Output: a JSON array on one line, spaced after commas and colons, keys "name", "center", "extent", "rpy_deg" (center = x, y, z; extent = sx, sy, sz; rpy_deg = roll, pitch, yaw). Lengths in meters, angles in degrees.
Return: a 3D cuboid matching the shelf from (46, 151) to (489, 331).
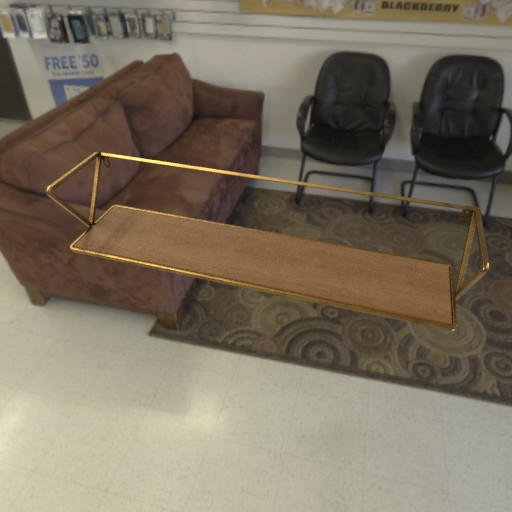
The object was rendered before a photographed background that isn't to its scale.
[{"name": "shelf", "center": [0.000, 0.000, 0.744], "extent": [0.645, 0.229, 0.150], "rpy_deg": [11, 40, 13]}]
